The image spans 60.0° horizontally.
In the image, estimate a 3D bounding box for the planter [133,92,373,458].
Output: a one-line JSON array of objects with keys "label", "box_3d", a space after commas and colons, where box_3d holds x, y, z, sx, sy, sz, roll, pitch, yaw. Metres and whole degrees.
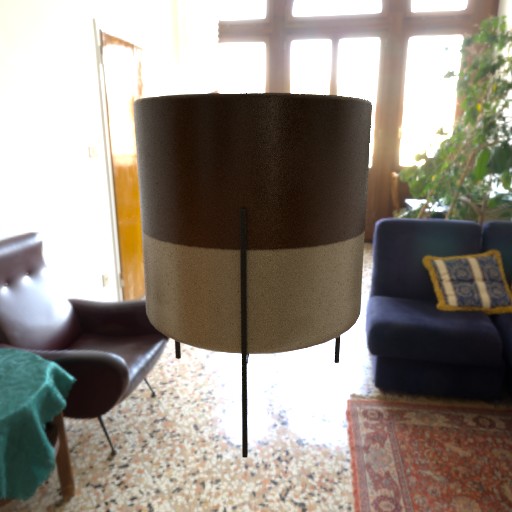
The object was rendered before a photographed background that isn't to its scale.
[{"label": "planter", "box_3d": [0.000, 0.000, 0.713, 0.354, 0.465, 0.345, -7, 17, -26]}]
